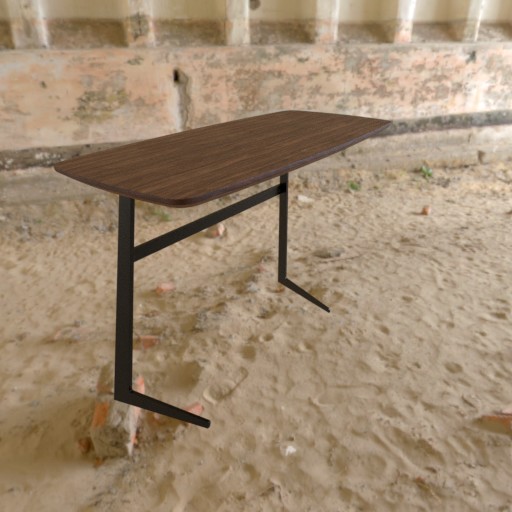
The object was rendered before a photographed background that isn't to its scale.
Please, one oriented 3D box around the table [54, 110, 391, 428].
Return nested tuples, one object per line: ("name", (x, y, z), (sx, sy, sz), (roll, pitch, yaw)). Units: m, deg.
("table", (0.000, 0.000, 1.096), (0.361, 0.576, 0.804), (18, 32, 32))
